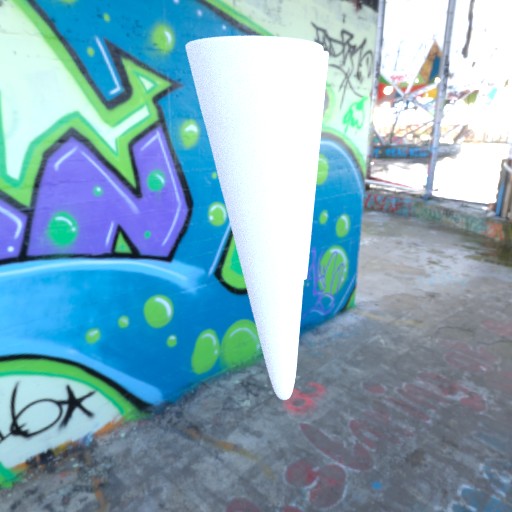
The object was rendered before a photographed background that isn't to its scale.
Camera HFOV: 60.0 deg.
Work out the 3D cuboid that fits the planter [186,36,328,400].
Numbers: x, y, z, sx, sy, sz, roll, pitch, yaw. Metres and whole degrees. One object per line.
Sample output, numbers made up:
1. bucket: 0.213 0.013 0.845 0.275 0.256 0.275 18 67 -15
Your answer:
1. planter: 0.000 0.000 0.225 0.057 0.193 0.064 16 24 42
